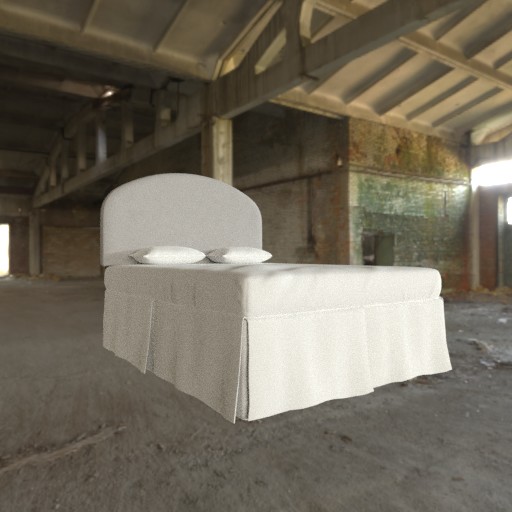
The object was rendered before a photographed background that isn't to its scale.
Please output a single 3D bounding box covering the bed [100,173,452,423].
[{"bbox_3d":[0.000,0.000,3.067,1.607,1.410,2.005,0,0,-36],"label":"bed"}]
